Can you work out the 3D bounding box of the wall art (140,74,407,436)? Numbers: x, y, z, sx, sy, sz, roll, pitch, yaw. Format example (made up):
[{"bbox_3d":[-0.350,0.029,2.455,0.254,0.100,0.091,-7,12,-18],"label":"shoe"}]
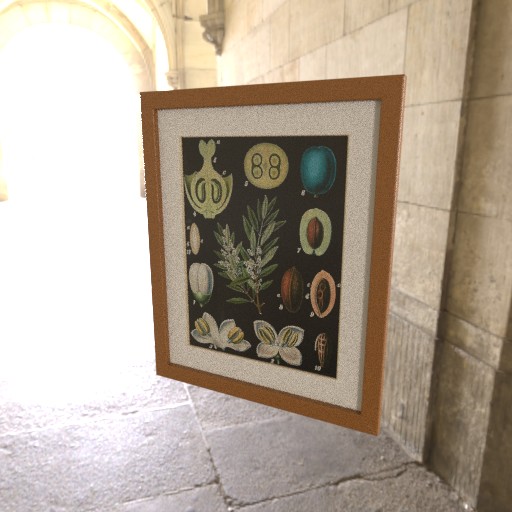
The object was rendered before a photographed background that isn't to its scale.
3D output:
[{"bbox_3d":[0.000,0.000,0.757,0.449,0.550,0.021,7,15,26],"label":"wall art"}]
